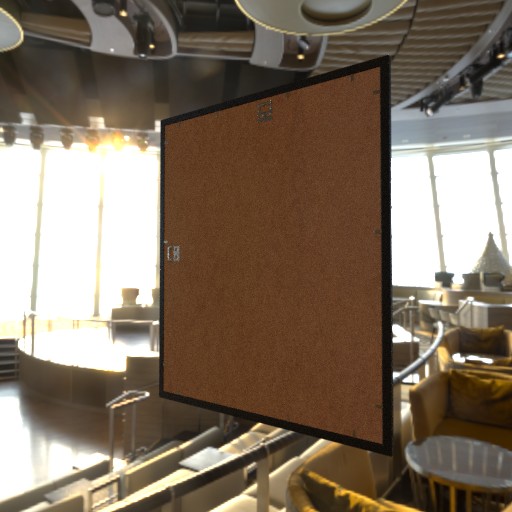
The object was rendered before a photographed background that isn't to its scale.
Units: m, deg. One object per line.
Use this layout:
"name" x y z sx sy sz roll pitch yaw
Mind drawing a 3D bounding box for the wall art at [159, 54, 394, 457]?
"wall art" 0.000 0.000 0.898 0.559 0.660 0.018 -1 -2 36
